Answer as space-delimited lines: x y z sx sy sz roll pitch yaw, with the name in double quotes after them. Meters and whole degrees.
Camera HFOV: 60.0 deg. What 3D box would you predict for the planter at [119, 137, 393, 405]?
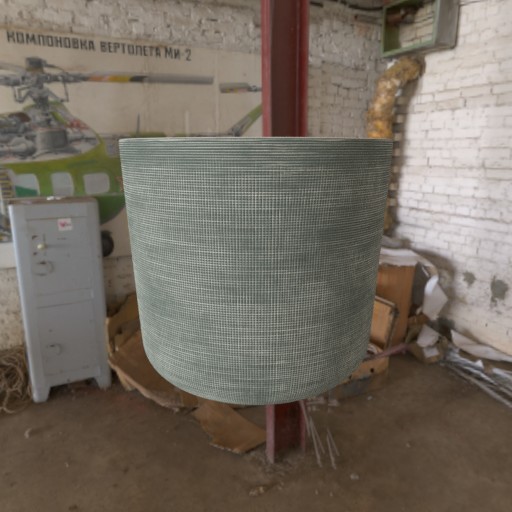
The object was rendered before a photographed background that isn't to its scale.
0.000 0.000 0.788 0.440 0.398 0.440 0 14 0 "planter"
